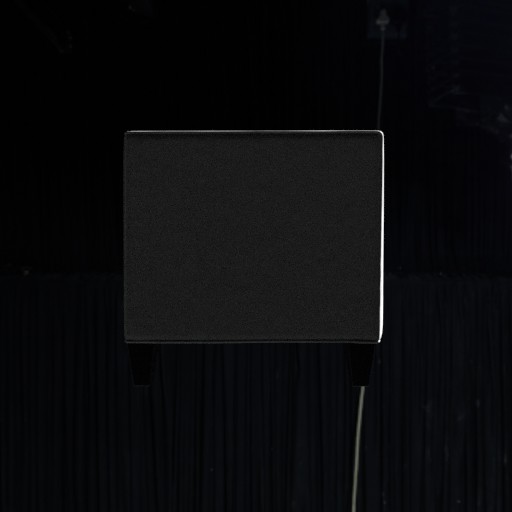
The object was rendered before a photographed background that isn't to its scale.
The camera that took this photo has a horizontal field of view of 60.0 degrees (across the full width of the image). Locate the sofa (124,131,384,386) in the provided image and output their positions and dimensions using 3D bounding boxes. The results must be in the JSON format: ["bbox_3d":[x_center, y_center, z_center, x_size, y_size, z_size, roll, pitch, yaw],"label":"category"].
[{"bbox_3d":[0.000,0.000,2.186,0.775,0.762,1.778,0,1,0],"label":"sofa"}]
